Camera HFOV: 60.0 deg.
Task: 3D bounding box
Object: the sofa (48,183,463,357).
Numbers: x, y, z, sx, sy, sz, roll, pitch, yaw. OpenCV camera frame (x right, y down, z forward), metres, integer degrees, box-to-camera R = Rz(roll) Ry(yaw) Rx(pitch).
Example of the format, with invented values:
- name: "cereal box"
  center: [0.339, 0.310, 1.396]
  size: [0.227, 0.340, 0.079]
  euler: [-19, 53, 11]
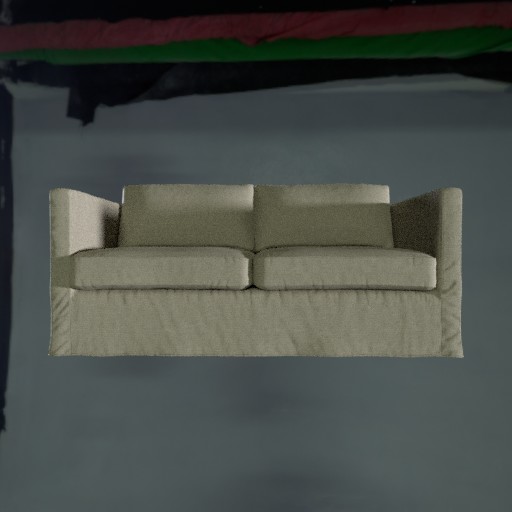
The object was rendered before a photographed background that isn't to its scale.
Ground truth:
- name: "sofa"
  center: [0.000, 0.000, 2.298]
  size: [1.766, 0.828, 0.956]
  euler: [0, 1, 1]
